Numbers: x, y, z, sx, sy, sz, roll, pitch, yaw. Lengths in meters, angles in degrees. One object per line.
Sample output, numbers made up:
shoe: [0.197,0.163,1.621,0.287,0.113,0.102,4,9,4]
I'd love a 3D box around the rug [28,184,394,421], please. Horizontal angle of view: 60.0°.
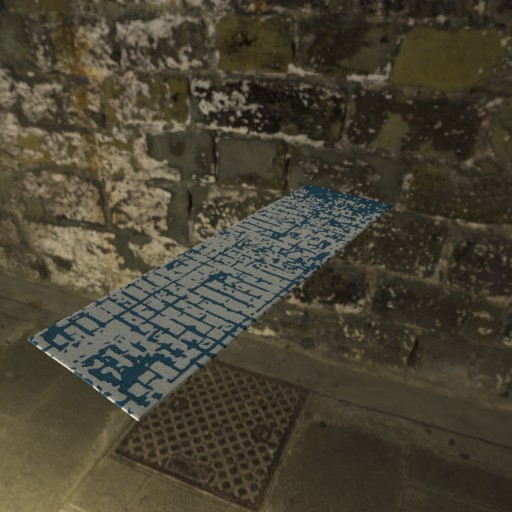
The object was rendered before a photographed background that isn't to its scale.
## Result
rug: [0.000,0.000,2.645,0.750,0.011,2.435,20,35,31]
